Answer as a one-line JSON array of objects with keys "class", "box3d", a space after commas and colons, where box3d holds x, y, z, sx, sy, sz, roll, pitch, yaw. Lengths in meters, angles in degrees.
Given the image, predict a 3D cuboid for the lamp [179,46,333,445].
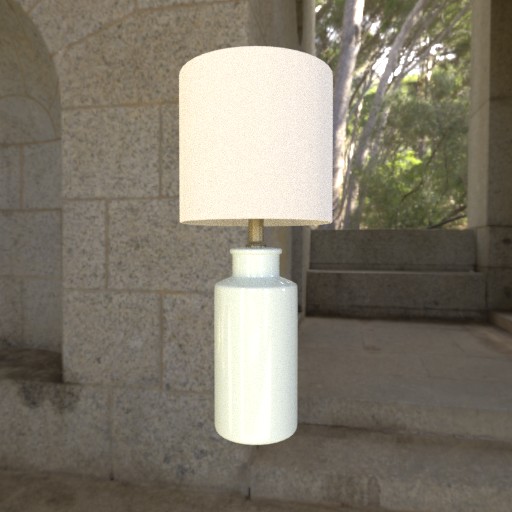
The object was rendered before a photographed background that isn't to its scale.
[{"class": "lamp", "box3d": [0.000, 0.000, 0.626, 0.212, 0.493, 0.212, 0, 1, -18]}]
